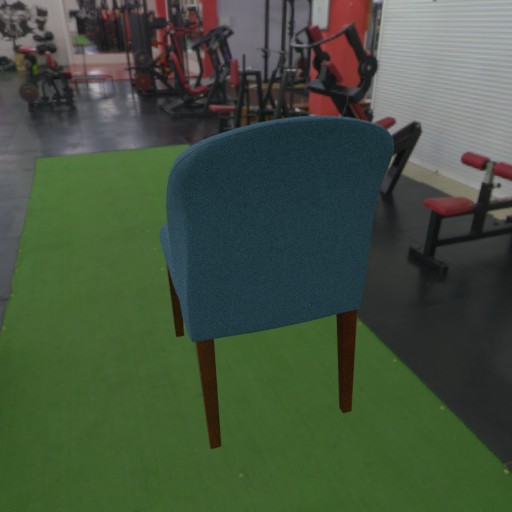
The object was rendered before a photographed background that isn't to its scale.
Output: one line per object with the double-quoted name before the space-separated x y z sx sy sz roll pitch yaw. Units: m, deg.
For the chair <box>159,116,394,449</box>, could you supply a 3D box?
"chair" 0.000 0.000 1.275 0.507 0.879 0.620 -9 29 -16
